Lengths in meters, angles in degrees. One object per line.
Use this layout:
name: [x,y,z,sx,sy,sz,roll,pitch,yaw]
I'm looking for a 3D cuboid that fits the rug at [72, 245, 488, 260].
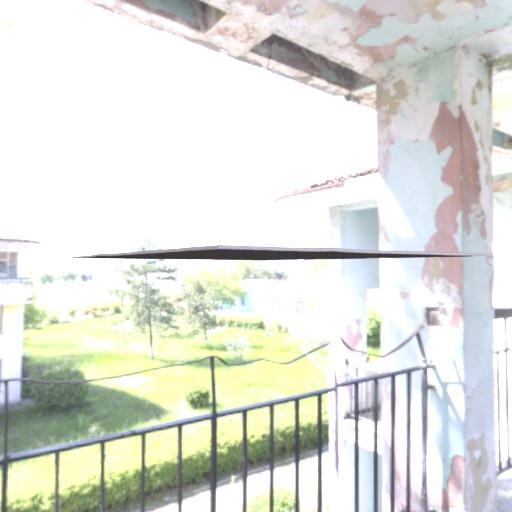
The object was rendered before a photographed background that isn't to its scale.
rug: [0.000,0.000,0.878,0.548,0.006,0.639,1,-2,-35]
